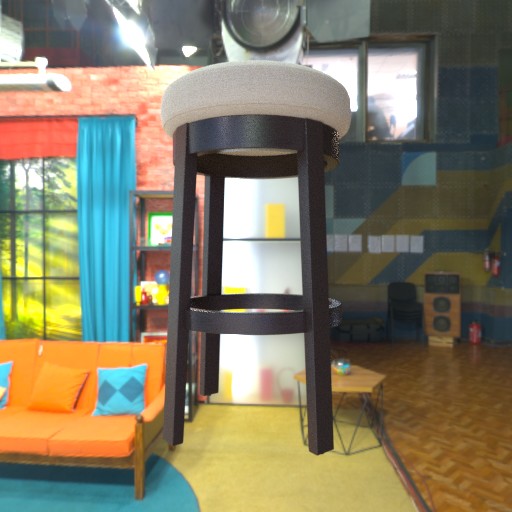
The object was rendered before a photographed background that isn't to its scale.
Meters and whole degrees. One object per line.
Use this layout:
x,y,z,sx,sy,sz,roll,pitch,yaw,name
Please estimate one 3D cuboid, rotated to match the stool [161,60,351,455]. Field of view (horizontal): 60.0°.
0.000,0.000,1.021,0.446,0.758,0.446,0,1,0,stool
